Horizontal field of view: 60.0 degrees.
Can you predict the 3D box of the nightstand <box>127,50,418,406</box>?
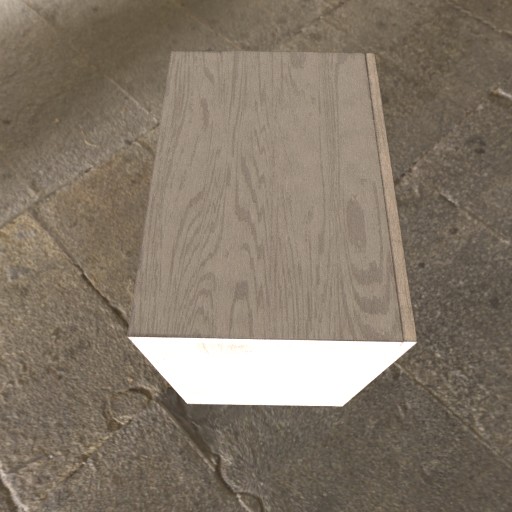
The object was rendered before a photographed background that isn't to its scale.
[{"bbox_3d":[0.000,0.000,1.080,0.483,0.673,0.612,1,63,1],"label":"nightstand"}]
